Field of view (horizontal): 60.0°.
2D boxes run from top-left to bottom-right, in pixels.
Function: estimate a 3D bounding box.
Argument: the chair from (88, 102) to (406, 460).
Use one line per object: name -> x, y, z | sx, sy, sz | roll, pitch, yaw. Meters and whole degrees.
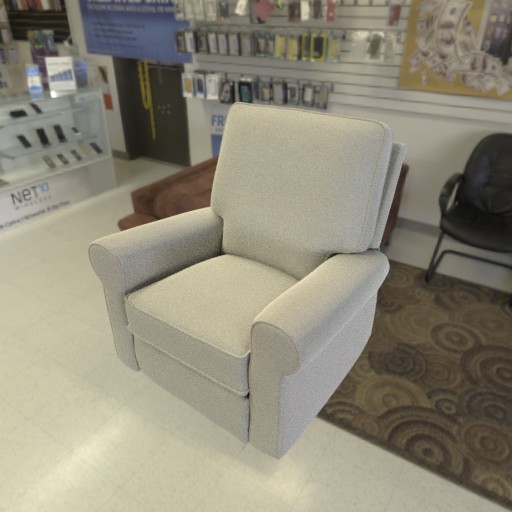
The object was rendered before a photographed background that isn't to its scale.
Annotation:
chair -> 0.000, 0.000, 1.658 | 0.890, 0.960, 0.878 | 20, 36, 30
